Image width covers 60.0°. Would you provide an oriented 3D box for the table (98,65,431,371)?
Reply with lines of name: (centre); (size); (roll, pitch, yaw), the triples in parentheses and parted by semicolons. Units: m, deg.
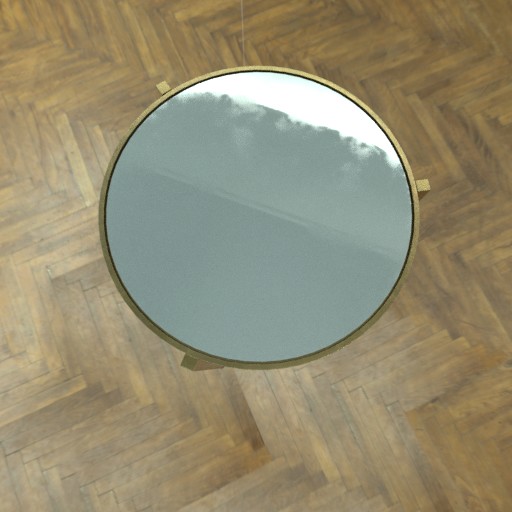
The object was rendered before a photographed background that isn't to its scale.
table: (0.000, 0.000, 0.450); (0.231, 0.269, 0.243); (22, 77, 5)
